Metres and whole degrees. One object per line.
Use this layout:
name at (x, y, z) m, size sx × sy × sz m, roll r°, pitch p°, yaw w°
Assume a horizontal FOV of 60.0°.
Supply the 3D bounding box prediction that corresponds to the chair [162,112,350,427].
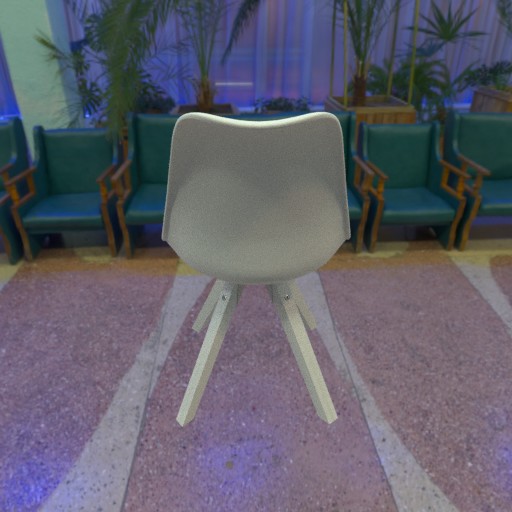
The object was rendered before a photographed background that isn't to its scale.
chair at (0.000, 0.000, 1.190) m, size 0.485 × 0.850 × 0.550 m, roll 0°, pitch 30°, yaw -1°
